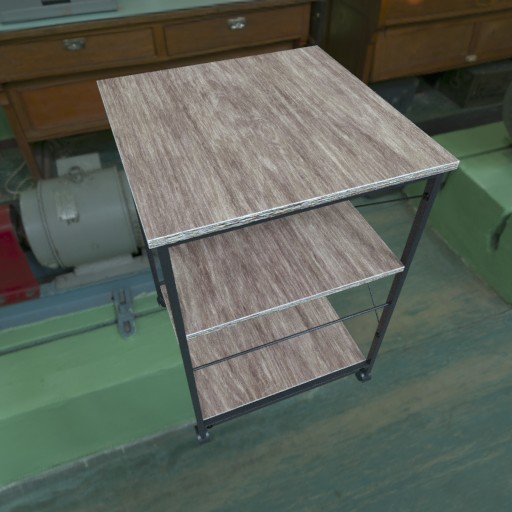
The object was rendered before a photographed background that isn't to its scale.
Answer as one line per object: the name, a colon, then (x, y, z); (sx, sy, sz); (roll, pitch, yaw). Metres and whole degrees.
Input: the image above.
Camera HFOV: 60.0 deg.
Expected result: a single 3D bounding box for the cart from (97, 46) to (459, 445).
cart: (0.000, 0.000, 1.109); (0.520, 0.762, 0.521); (-16, 48, -15)
